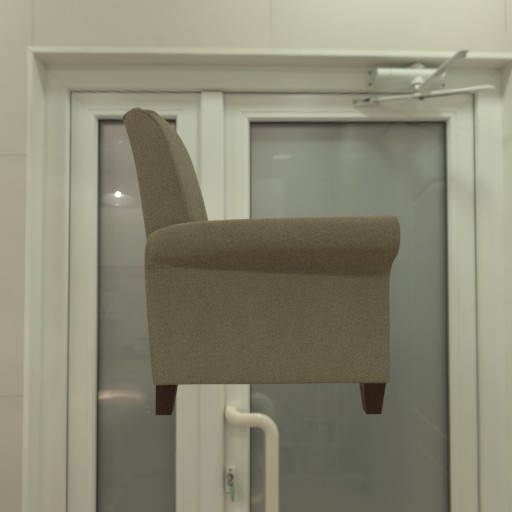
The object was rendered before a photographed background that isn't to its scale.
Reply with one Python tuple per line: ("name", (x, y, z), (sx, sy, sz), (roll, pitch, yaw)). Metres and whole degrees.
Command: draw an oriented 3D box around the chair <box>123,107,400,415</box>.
("chair", (0.000, 0.000, 1.821), (0.905, 1.061, 0.978), (0, -1, -1))
